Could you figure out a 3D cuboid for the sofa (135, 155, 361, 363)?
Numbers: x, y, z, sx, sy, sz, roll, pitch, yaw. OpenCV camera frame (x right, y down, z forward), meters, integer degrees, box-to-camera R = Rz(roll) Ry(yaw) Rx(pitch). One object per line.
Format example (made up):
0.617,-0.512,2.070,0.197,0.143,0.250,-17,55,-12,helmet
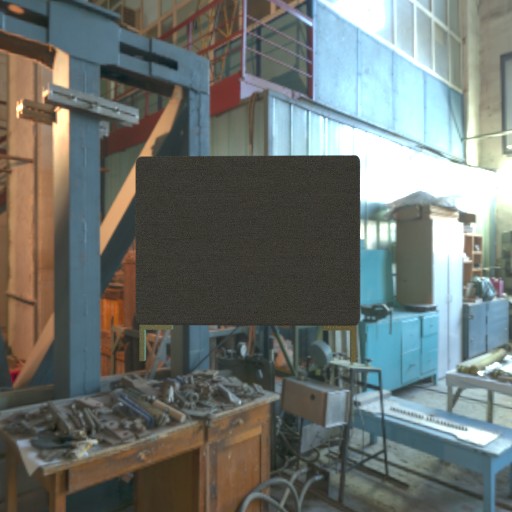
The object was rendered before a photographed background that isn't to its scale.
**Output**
0.000,0.000,2.314,0.686,0.635,1.981,0,0,2,sofa
